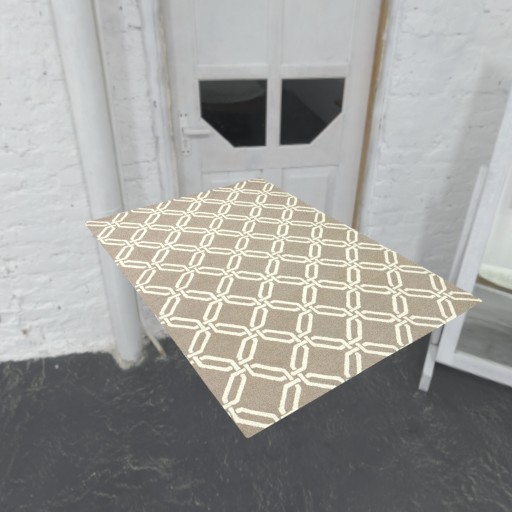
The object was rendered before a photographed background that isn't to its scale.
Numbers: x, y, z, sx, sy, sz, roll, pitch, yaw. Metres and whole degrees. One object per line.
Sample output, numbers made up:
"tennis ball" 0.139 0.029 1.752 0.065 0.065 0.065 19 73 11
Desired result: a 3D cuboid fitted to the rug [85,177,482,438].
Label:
"rug" 0.000 0.000 4.460 2.441 0.020 3.419 -20 37 -28
